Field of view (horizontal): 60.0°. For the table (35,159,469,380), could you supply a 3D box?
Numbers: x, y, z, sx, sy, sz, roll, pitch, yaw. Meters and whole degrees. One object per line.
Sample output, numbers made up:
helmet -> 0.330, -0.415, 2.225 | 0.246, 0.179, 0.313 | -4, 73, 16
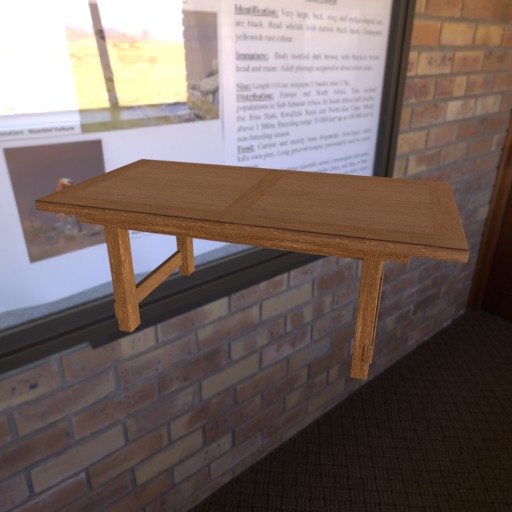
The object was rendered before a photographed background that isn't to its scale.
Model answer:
table -> 0.000, 0.000, 2.502 | 1.982, 0.762, 1.000 | 8, 26, 16
